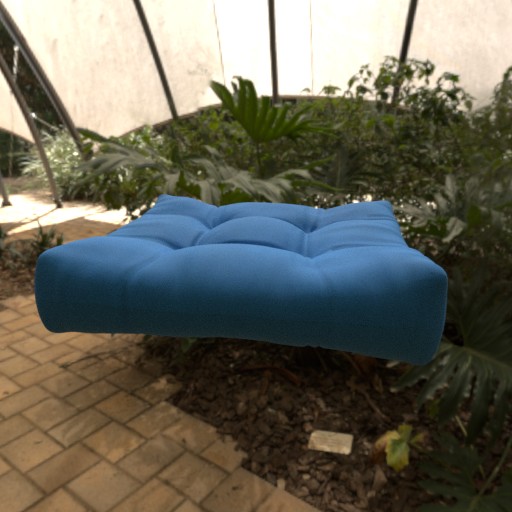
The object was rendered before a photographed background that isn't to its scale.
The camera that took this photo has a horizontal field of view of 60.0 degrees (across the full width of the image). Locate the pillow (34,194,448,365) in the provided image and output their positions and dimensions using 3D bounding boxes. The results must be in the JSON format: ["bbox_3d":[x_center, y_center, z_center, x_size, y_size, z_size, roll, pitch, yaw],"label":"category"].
[{"bbox_3d":[0.000,0.000,0.712,0.490,0.128,0.468,2,17,8],"label":"pillow"}]
